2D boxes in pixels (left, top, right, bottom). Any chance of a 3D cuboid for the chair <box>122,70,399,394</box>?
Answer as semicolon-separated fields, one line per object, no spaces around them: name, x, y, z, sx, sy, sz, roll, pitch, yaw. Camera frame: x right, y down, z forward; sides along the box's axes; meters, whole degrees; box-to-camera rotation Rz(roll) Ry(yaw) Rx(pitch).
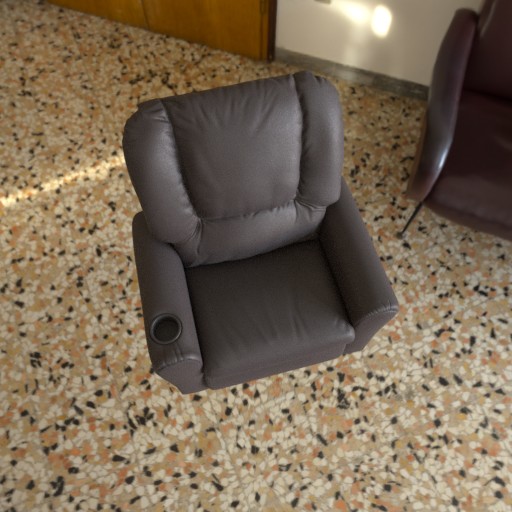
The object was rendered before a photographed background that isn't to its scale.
chair;0.000;0.000;1.138;0.610;0.709;0.521;-13;64;-6
